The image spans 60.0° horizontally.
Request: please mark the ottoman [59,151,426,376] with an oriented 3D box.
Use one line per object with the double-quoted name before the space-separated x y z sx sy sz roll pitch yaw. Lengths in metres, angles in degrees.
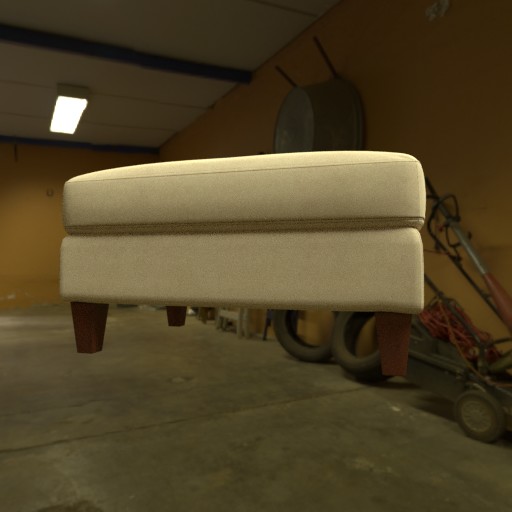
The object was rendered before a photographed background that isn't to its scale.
"ottoman" 0.000 0.000 1.230 0.864 0.483 0.584 0 -1 17
